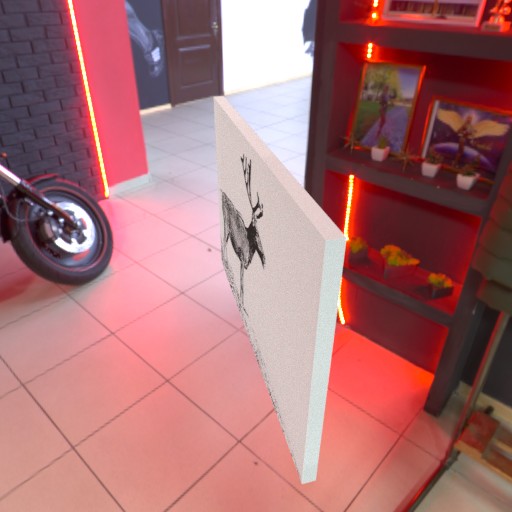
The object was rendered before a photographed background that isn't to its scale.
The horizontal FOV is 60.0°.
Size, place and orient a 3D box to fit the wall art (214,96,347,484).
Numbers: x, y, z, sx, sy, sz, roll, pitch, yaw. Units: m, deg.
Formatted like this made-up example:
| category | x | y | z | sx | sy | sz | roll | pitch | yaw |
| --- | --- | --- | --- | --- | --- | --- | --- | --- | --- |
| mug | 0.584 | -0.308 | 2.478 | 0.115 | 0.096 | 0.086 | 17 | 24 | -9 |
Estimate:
| category | x | y | z | sx | sy | sz | roll | pitch | yaw |
| --- | --- | --- | --- | --- | --- | --- | --- | --- | --- |
| wall art | 0.000 | 0.000 | 1.173 | 0.033 | 0.617 | 0.906 | -8 | 33 | -12 |
